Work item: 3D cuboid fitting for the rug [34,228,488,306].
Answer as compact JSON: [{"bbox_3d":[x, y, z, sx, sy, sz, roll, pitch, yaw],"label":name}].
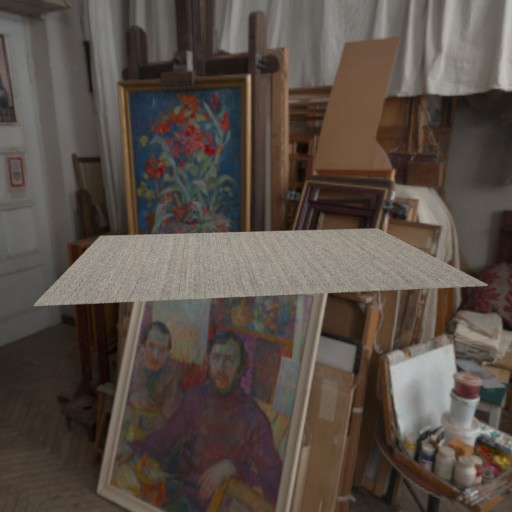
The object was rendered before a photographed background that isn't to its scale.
[{"bbox_3d":[0.000,0.000,2.241,1.752,0.006,1.142,-2,15,-7],"label":"rug"}]
